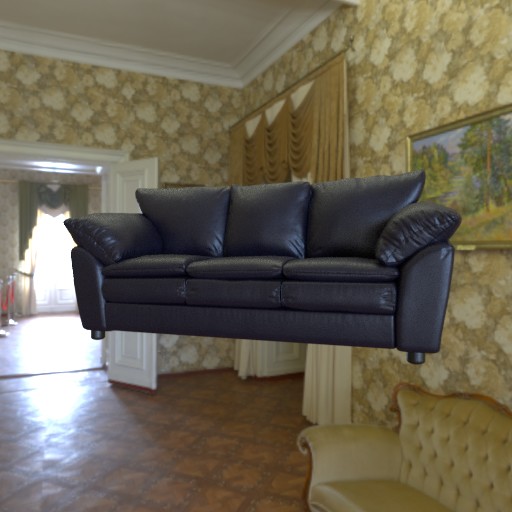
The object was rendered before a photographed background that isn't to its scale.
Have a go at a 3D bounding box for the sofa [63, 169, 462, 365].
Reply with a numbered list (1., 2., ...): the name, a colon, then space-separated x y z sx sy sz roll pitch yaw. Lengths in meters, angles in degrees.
1. sofa: 0.000 0.000 2.831 2.336 1.073 0.880 0 0 20
